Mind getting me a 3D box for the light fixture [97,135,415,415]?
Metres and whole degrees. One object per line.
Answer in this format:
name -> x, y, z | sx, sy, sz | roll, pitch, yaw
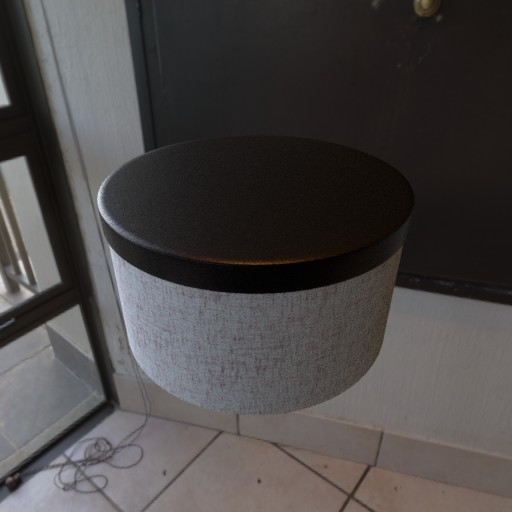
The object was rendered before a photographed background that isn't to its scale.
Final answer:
light fixture -> 0.000, 0.000, 0.627 | 0.389, 0.229, 0.389 | 0, 32, 0
